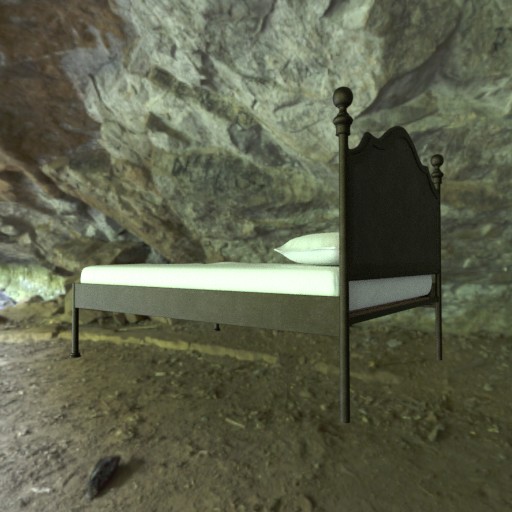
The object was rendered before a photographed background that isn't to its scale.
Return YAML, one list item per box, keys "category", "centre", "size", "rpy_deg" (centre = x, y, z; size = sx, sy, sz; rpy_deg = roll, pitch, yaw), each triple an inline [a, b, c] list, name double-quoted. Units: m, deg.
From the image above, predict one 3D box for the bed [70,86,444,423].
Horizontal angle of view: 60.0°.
- category: "bed"
  centre: [0.000, 0.000, 3.236]
  size: [2.224, 1.499, 1.642]
  rpy_deg: [-1, -1, 37]
